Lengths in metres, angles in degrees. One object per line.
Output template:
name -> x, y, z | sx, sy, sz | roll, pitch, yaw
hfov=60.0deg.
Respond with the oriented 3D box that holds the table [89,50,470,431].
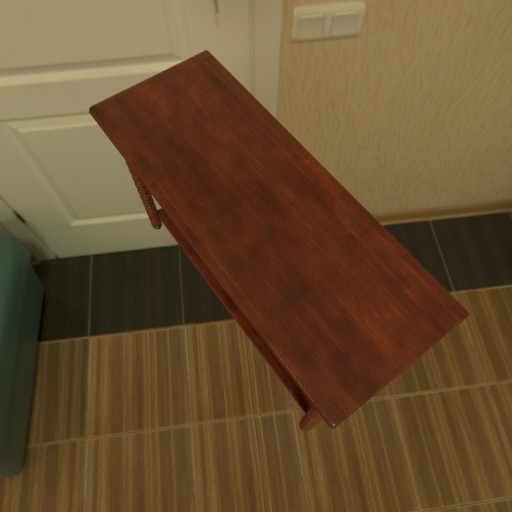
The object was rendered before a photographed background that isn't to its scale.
table -> 0.000, 0.000, 1.577 | 0.459, 0.740, 1.184 | -33, 68, -15
